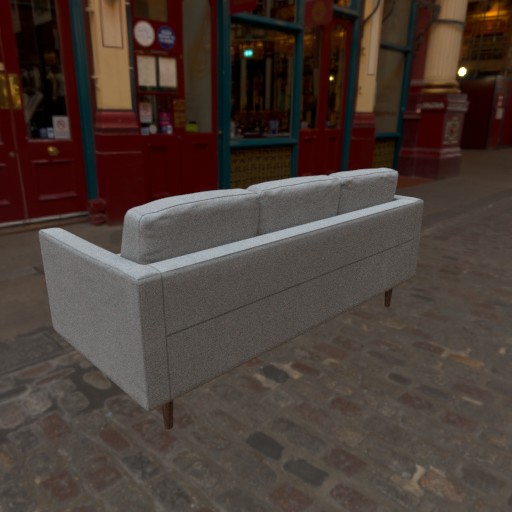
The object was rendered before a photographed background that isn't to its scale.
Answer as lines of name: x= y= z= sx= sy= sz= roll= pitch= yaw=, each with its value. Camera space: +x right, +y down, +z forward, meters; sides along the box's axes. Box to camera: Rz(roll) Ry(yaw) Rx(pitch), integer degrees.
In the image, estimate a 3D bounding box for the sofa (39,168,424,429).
sofa: x=0.000 y=0.000 z=2.479 sx=1.983 sy=0.918 sz=0.944 roll=-17 pitch=24 yaw=-41
